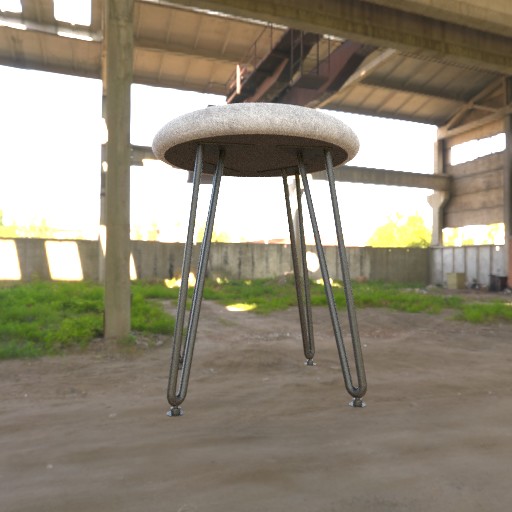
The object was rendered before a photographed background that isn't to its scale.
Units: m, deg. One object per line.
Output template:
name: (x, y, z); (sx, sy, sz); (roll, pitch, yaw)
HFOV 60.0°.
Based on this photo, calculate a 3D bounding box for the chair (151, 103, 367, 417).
chair: (0.000, 0.000, 0.670); (0.350, 0.386, 0.350); (-1, -1, 37)
